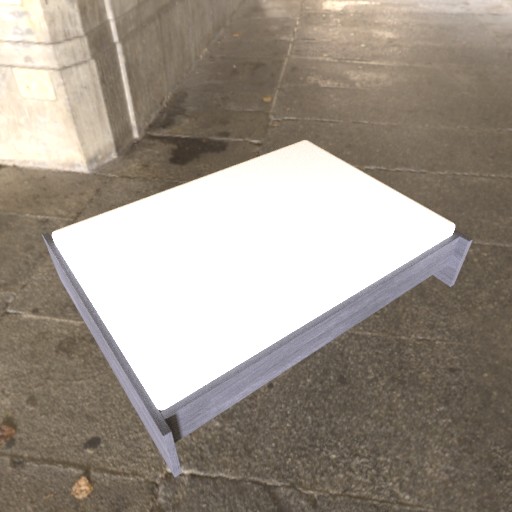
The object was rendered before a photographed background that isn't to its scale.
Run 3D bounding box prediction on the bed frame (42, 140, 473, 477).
[{"bbox_3d":[0.000,0.000,2.620,1.950,0.432,1.490,-26,48,-26],"label":"bed frame"}]
